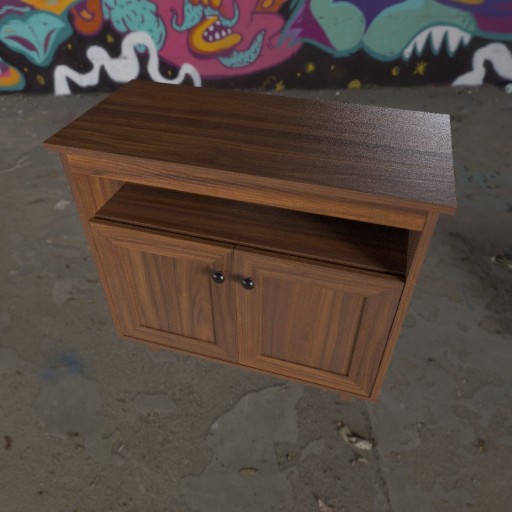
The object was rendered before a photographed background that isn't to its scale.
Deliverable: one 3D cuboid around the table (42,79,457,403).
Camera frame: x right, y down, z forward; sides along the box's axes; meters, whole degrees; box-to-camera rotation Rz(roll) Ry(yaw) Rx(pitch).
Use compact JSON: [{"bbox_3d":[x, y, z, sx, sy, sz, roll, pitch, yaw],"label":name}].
[{"bbox_3d":[0.000,0.000,1.191,0.802,0.725,0.390,11,42,12],"label":"table"}]
